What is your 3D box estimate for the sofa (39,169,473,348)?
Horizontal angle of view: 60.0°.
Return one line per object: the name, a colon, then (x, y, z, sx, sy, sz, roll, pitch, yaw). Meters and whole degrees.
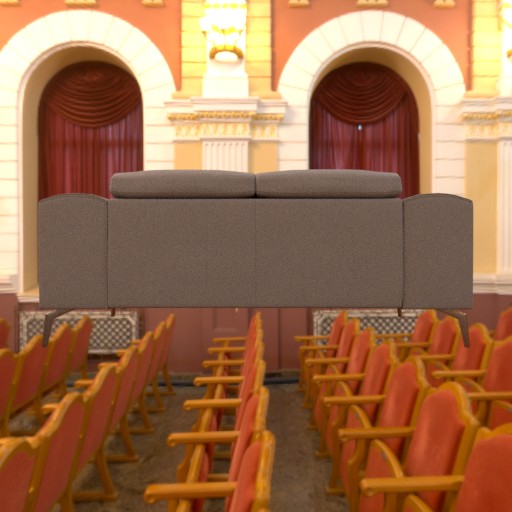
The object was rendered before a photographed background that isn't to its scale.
sofa: (0.000, 0.000, 2.382, 1.895, 0.779, 1.003, 0, 0, 0)
